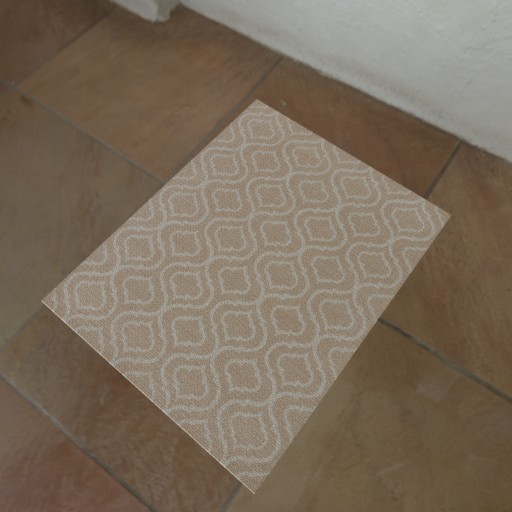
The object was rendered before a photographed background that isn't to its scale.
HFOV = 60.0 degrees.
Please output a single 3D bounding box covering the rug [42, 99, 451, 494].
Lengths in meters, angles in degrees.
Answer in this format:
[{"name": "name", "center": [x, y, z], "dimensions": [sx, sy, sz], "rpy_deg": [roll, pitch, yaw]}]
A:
[{"name": "rug", "center": [0.000, 0.000, 3.891], "dimensions": [2.286, 0.013, 2.894], "rpy_deg": [36, 69, 16]}]
